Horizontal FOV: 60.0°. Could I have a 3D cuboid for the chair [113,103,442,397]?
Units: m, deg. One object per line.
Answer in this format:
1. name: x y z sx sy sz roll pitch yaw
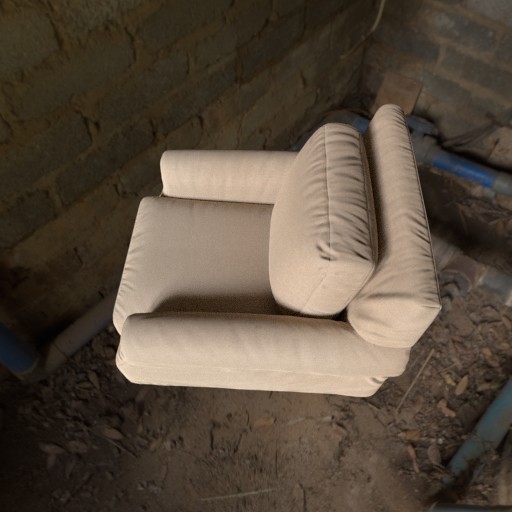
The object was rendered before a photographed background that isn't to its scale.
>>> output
1. chair: 0.000 0.000 1.717 1.066 0.866 0.940 2 57 2
